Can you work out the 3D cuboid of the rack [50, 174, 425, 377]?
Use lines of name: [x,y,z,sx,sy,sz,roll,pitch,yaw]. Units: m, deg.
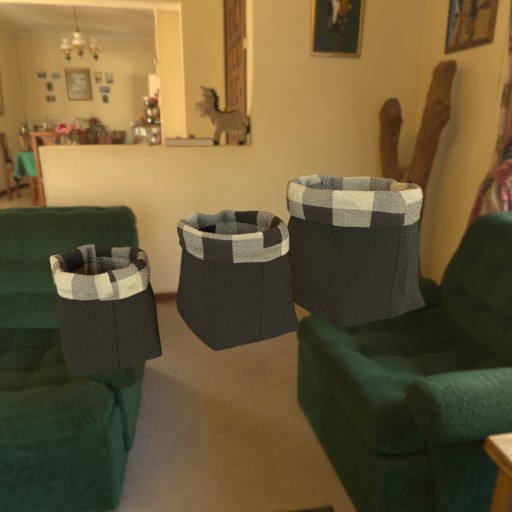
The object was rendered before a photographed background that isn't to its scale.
rack: [0.000,0.000,1.060,0.889,0.329,0.370,-8,18,-25]
